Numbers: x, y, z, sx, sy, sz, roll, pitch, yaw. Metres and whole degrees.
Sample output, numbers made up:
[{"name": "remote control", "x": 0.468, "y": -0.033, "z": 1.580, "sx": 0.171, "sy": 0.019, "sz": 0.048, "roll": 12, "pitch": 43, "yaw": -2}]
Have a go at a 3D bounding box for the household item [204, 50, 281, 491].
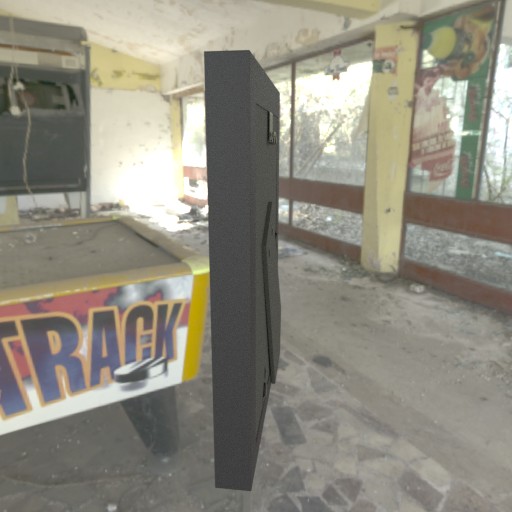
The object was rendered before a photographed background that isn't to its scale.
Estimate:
[{"name": "household item", "x": 0.000, "y": 0.000, "z": 0.235, "sx": 0.022, "sy": 0.178, "sz": 0.133, "roll": 2, "pitch": 14, "yaw": 7}]
